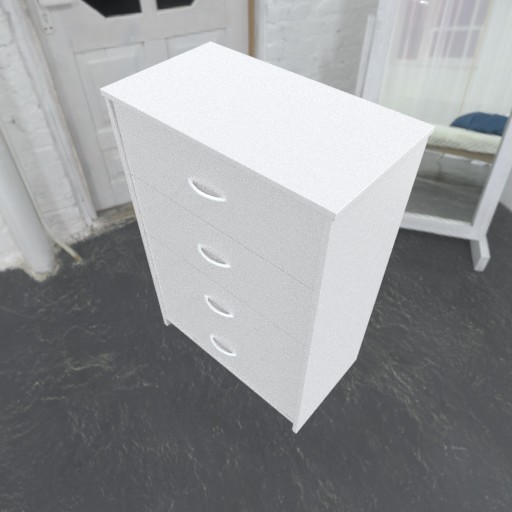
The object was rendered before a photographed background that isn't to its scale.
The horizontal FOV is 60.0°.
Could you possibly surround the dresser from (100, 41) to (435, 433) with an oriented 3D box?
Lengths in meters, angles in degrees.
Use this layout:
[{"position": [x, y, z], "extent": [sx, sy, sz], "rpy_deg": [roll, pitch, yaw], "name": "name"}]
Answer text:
[{"position": [0.000, 0.000, 1.410], "extent": [0.704, 1.021, 0.401], "rpy_deg": [33, 55, 27], "name": "dresser"}]
